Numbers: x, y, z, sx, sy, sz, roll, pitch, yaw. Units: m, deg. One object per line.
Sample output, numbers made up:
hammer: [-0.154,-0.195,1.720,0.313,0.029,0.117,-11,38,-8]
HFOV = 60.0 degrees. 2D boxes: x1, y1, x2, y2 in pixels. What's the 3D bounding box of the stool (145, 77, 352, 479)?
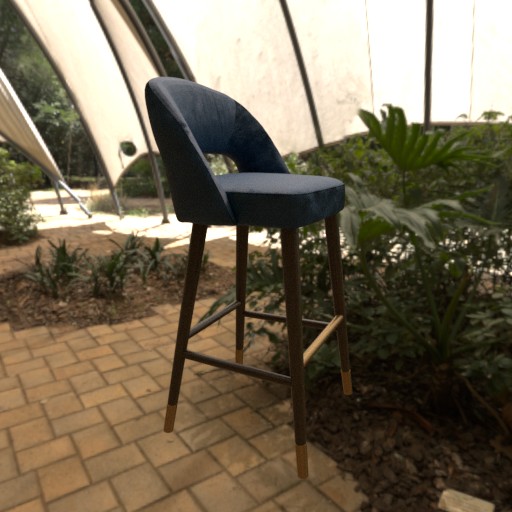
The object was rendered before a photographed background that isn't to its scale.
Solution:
stool: [0.000,0.000,1.318,0.515,1.016,0.514,6,15,25]
